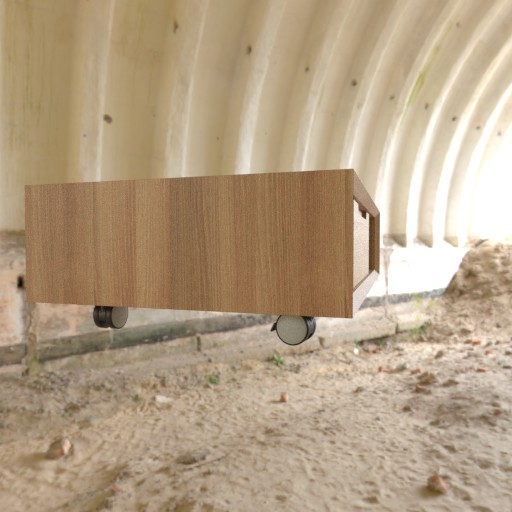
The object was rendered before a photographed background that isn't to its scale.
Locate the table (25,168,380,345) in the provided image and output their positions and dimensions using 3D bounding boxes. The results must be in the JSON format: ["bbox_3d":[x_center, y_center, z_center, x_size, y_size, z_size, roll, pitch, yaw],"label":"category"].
[{"bbox_3d":[0.000,0.000,1.382,0.700,0.330,1.100,1,2,18],"label":"table"}]
